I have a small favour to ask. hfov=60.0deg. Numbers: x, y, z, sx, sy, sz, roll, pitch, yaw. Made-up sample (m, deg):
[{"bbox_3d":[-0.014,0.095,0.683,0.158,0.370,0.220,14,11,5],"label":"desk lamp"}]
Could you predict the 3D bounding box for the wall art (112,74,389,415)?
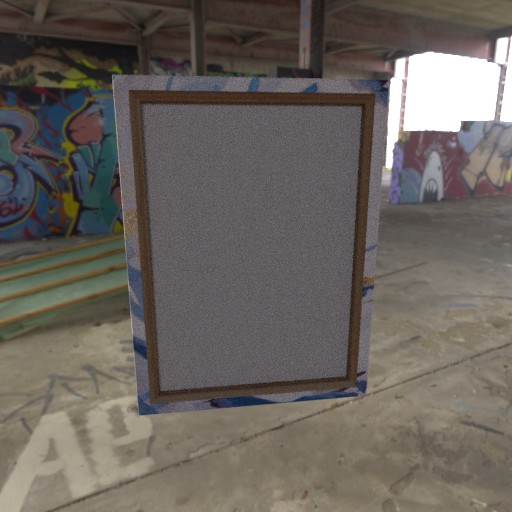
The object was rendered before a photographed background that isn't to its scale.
[{"bbox_3d":[0.000,0.000,1.353,0.761,1.015,0.038,-2,15,-8],"label":"wall art"}]
